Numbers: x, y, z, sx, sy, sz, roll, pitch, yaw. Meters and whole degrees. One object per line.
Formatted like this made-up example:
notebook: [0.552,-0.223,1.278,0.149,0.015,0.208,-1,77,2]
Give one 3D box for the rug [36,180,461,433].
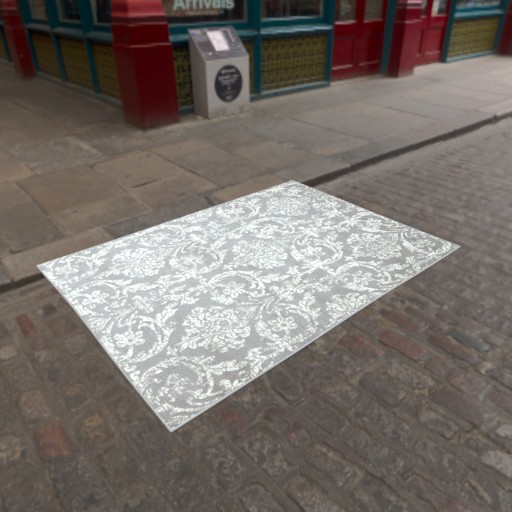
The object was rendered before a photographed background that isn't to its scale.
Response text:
rug: [0.000,0.000,2.819,2.206,0.014,1.578,-24,38,-34]
